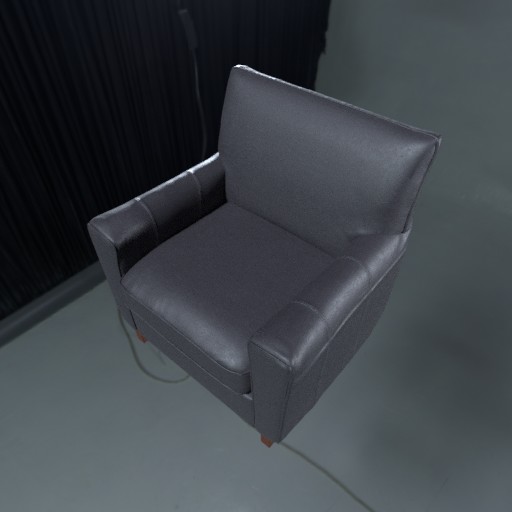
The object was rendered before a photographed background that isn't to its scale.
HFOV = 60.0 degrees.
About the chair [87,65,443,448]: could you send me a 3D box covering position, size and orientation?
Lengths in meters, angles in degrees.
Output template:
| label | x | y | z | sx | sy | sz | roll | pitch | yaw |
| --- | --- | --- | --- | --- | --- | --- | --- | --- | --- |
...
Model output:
| label | x | y | z | sx | sy | sz | roll | pitch | yaw |
| --- | --- | --- | --- | --- | --- | --- | --- | --- | --- |
| chair | 0.000 | 0.000 | 1.605 | 0.870 | 0.943 | 0.825 | 31 | 53 | 27 |
